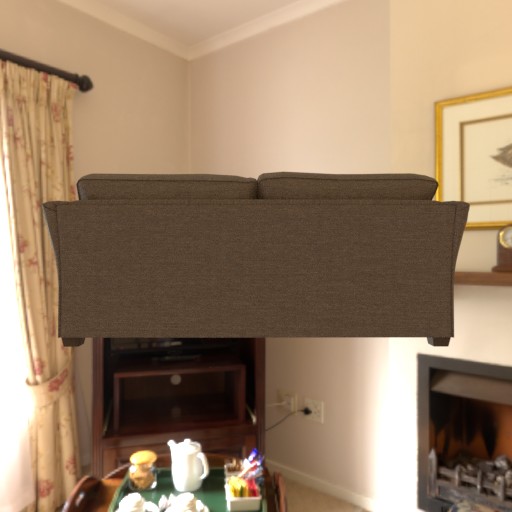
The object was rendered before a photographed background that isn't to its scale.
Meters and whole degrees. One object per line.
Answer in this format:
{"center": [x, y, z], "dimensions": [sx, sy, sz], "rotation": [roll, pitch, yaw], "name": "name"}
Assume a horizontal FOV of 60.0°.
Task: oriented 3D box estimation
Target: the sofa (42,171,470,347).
{"center": [0.000, 0.000, 2.776], "dimensions": [2.270, 0.950, 0.971], "rotation": [0, 0, 0], "name": "sofa"}
